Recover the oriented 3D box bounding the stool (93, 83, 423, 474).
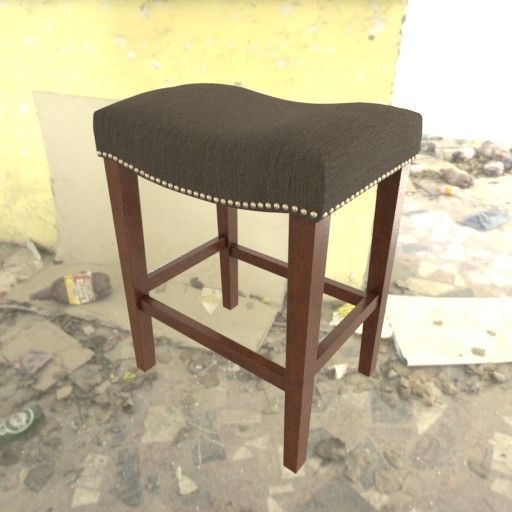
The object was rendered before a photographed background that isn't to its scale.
[{"bbox_3d":[0.000,0.000,0.956,0.504,0.654,0.372,21,36,32],"label":"stool"}]
